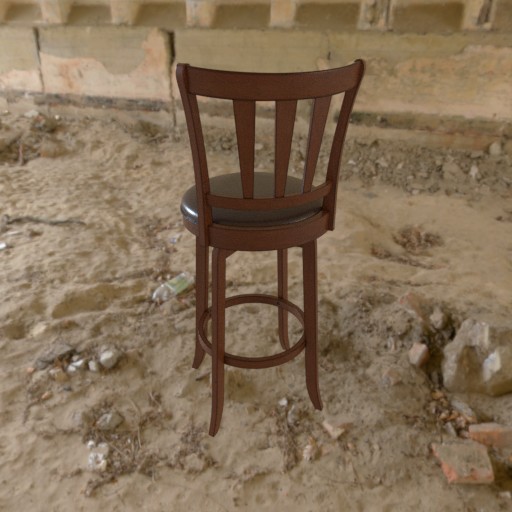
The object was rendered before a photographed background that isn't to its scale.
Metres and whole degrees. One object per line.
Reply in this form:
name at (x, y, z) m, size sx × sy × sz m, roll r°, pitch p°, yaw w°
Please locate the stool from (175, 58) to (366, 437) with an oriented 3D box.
stool at (0.000, 0.000, 1.429) m, size 0.464 × 1.177 × 0.503 m, roll -8°, pitch 29°, yaw -15°
